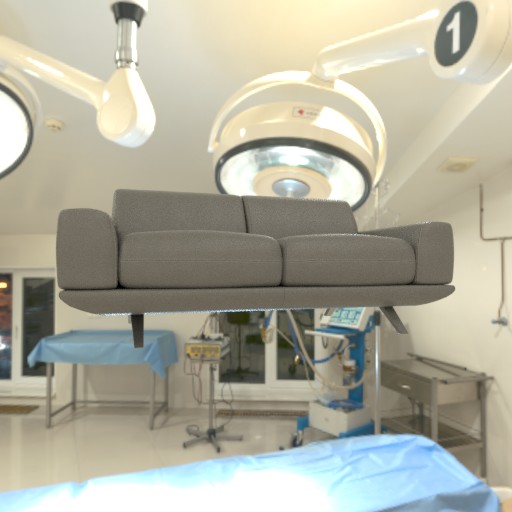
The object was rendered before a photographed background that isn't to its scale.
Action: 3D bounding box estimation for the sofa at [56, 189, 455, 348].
[{"bbox_3d":[0.000,0.000,2.399,1.901,0.772,0.900,0,-1,-18],"label":"sofa"}]
